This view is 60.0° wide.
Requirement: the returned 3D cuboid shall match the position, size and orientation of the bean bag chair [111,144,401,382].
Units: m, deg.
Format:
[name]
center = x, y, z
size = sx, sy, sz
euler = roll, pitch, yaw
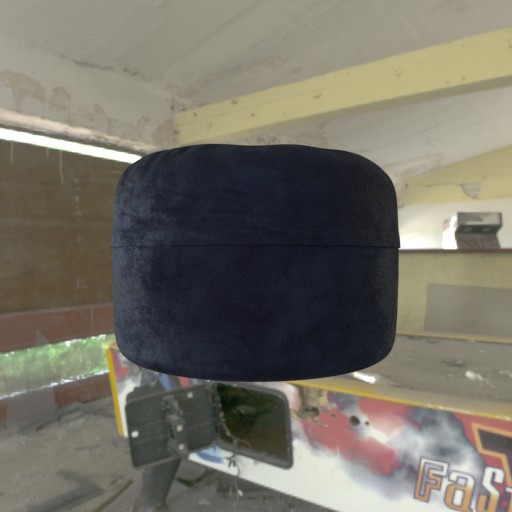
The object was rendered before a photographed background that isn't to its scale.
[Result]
[bean bag chair]
center = 0.000, 0.000, 1.475
size = 0.918, 0.616, 0.918
euler = 0, 0, 0
